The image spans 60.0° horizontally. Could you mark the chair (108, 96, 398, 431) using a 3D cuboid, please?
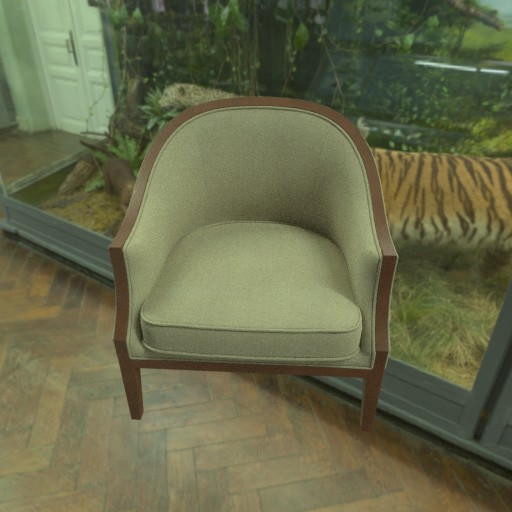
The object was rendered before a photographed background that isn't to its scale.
[{"bbox_3d":[0.000,0.000,1.479,0.803,0.876,0.735,2,32,3],"label":"chair"}]
